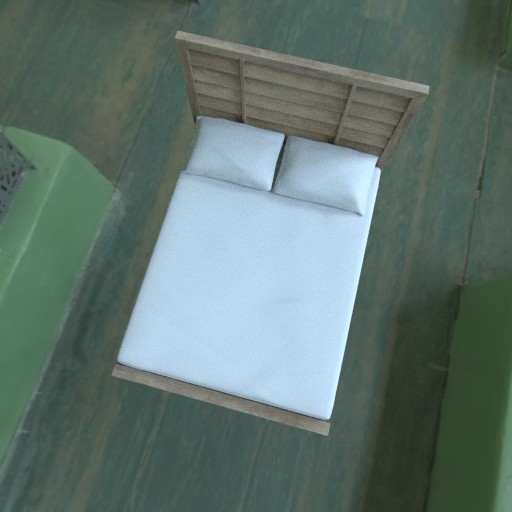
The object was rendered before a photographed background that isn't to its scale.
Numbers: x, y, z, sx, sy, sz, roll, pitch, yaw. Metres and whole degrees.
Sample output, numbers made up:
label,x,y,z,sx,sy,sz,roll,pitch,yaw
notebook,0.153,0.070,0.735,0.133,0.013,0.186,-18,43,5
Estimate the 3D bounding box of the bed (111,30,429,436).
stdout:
label,x,y,z,sx,sy,sz,roll,pitch,yaw
bed,0.000,0.000,3.260,1.626,1.626,2.197,14,74,4
